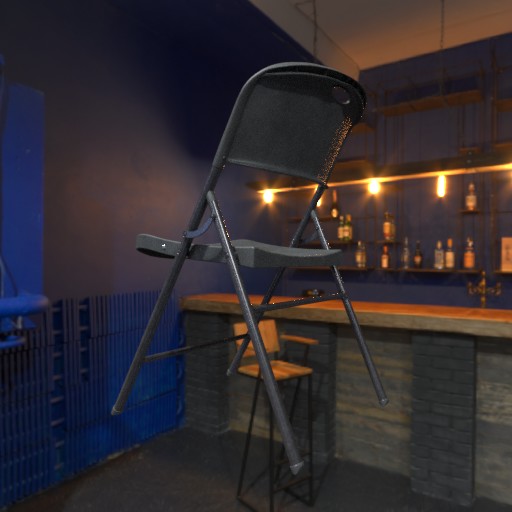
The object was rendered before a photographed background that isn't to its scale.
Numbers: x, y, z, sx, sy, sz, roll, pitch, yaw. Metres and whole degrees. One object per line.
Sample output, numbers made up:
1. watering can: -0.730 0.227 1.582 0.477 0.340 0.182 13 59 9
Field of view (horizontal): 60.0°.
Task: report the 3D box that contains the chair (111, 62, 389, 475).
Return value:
1. chair: 0.000 0.000 1.168 0.566 0.810 0.494 0 0 36
